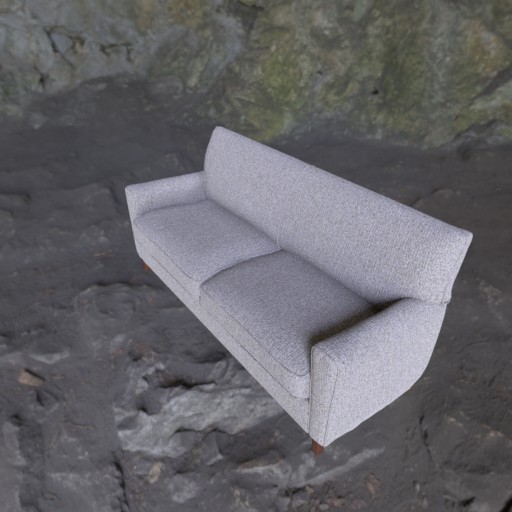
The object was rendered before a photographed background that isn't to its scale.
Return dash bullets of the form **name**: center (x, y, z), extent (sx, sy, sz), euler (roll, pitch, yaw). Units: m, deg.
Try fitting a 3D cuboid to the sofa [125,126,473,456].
- **sofa**: center (0.000, 0.000, 2.567), extent (0.854, 0.942, 2.026), euler (-21, 38, -30)
